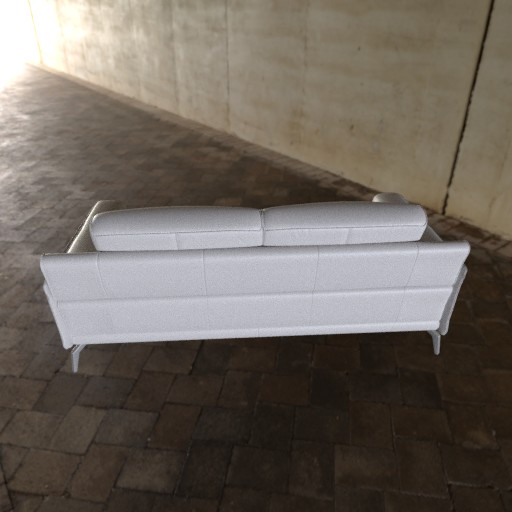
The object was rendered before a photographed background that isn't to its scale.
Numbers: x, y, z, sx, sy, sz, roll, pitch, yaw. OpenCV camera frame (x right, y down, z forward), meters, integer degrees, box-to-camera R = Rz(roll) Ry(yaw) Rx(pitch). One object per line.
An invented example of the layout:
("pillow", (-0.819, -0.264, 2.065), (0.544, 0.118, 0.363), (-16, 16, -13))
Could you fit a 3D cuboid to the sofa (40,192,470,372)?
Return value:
("sofa", (0.000, 0.000, 2.575), (2.101, 0.930, 1.049), (-2, 30, -3))
